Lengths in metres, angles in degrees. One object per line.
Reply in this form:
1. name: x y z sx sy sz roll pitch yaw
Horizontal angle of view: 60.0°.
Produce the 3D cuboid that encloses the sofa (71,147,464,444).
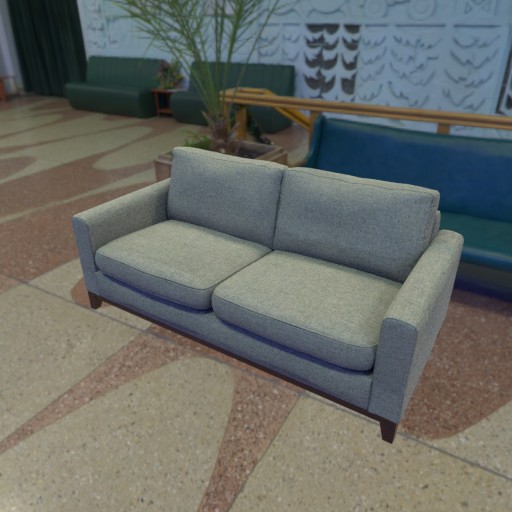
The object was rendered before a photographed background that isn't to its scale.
1. sofa: 0.000 0.000 2.483 1.978 0.892 0.969 16 32 28
